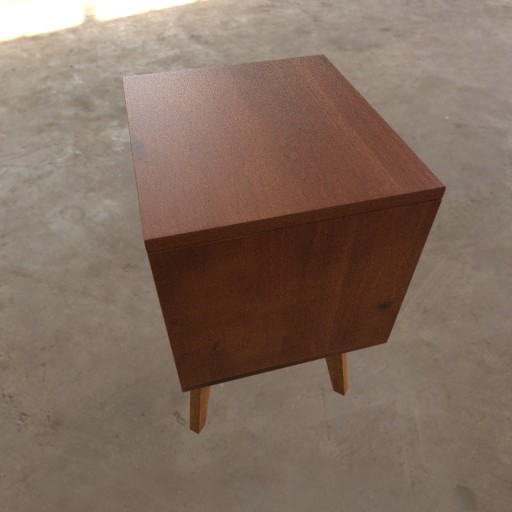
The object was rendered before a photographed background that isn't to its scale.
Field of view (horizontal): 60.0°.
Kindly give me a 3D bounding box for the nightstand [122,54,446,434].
[{"bbox_3d":[0.000,0.000,0.937,0.411,0.618,0.460,-11,47,-10],"label":"nightstand"}]
